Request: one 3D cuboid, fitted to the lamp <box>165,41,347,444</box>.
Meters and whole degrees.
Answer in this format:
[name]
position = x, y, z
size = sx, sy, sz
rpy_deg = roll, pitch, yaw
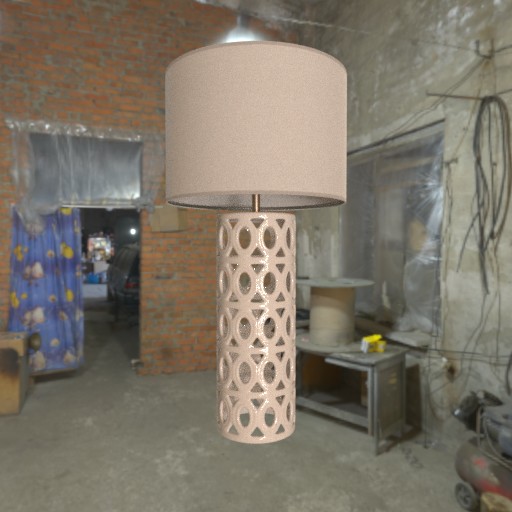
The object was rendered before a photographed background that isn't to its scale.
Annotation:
[lamp]
position = 0.000, 0.000, 0.817
size = 0.325, 0.636, 0.324
rpy_deg = 1, 2, 34
